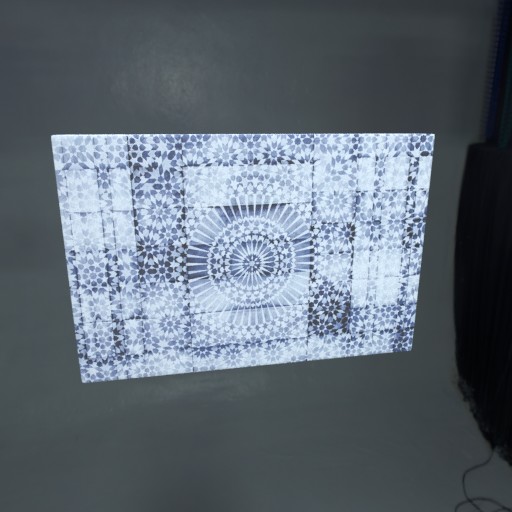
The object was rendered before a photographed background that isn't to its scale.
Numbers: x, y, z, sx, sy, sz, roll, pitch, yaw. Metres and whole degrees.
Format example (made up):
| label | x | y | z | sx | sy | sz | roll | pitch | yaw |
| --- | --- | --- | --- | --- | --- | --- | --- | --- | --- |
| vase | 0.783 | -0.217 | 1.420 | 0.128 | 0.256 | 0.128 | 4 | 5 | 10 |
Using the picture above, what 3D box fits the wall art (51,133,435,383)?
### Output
| label | x | y | z | sx | sy | sz | roll | pitch | yaw |
| --- | --- | --- | --- | --- | --- | --- | --- | --- | --- |
| wall art | 0.000 | 0.000 | 1.149 | 0.911 | 0.608 | 0.057 | -3 | 17 | -10 |
